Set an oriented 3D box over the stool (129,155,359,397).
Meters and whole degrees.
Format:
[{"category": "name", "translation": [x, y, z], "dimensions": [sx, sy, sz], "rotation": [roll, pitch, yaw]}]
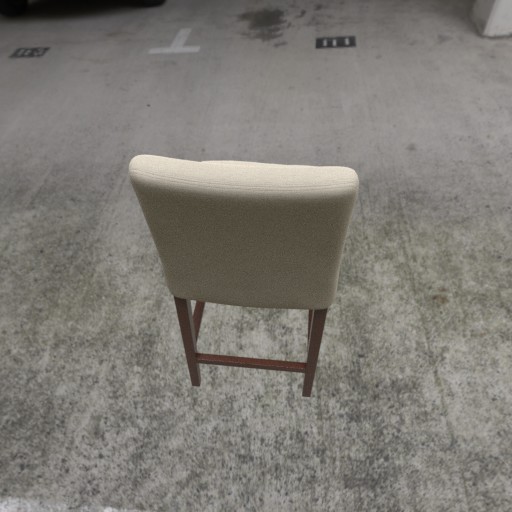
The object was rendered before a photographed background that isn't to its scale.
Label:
[{"category": "stool", "translation": [0.000, 0.000, 1.304], "dimensions": [0.470, 0.981, 0.577], "rotation": [4, 47, 4]}]
